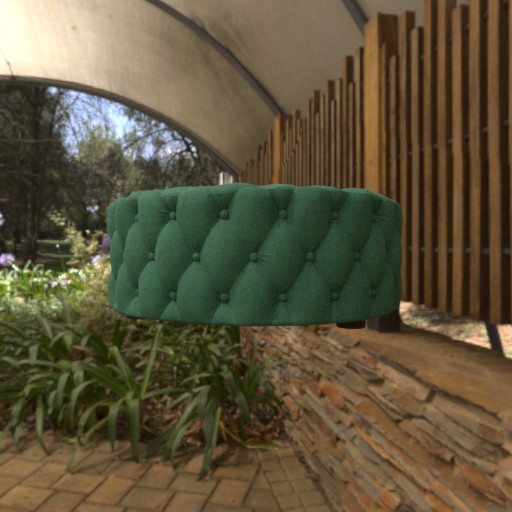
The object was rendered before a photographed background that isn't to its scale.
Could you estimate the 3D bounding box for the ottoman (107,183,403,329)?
[{"bbox_3d":[0.000,0.000,1.567,0.998,0.399,0.998,0,1,0],"label":"ottoman"}]
